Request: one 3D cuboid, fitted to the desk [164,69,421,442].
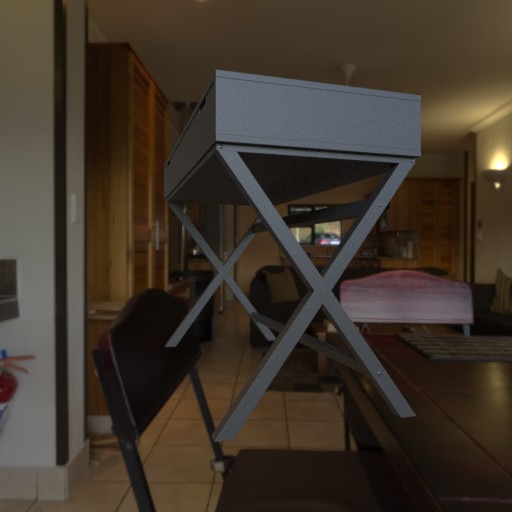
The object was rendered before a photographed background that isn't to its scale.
[{"bbox_3d":[0.000,0.000,1.499,0.504,0.780,1.057,0,0,-17],"label":"desk"}]
